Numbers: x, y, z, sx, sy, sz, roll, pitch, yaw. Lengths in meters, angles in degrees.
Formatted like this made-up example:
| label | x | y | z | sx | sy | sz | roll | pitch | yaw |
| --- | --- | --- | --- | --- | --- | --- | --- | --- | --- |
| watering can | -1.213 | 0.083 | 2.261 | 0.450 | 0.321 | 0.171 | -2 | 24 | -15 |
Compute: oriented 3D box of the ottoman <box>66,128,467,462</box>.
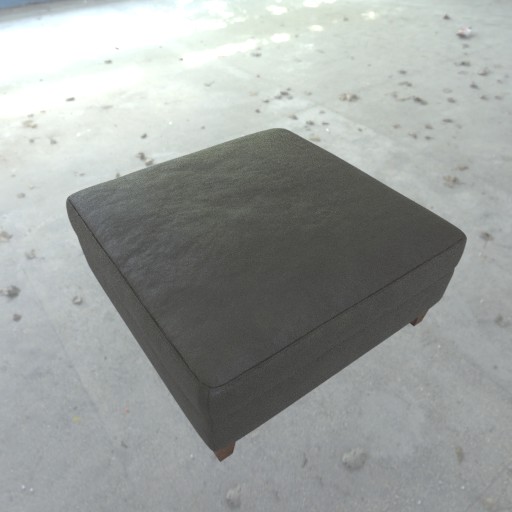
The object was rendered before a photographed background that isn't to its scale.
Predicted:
| label | x | y | z | sx | sy | sz | roll | pitch | yaw |
| --- | --- | --- | --- | --- | --- | --- | --- | --- | --- |
| ottoman | 0.000 | 0.000 | 1.332 | 0.844 | 0.415 | 0.836 | -26 | 47 | -26 |
